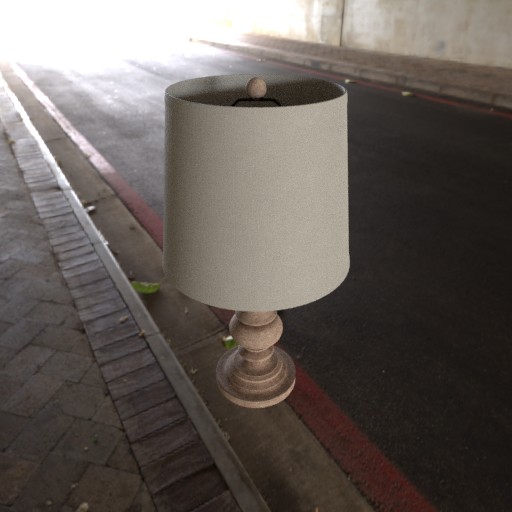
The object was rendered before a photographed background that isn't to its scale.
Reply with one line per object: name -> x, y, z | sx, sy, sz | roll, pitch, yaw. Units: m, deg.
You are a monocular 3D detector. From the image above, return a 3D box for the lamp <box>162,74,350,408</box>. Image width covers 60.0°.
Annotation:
lamp -> 0.000, 0.000, 0.657 | 0.273, 0.497, 0.273 | 0, 31, 0
